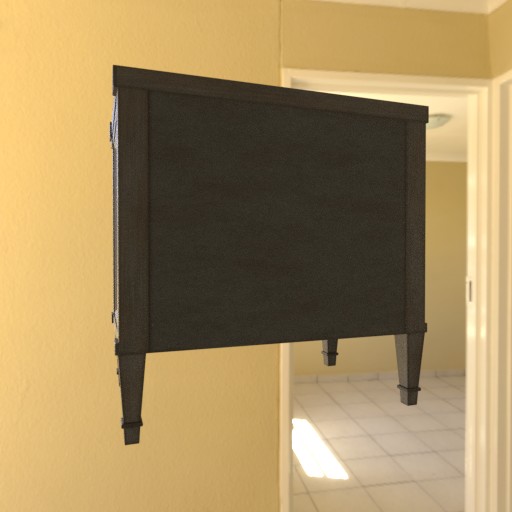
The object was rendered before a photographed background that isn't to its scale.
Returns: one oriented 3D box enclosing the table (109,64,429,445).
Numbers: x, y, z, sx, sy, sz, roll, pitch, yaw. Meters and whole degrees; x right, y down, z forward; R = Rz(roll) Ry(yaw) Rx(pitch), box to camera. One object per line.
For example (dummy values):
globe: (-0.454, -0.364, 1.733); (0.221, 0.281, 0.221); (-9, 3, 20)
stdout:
table: (0.000, 0.000, 1.062); (0.660, 0.660, 0.413); (0, 1, -19)
